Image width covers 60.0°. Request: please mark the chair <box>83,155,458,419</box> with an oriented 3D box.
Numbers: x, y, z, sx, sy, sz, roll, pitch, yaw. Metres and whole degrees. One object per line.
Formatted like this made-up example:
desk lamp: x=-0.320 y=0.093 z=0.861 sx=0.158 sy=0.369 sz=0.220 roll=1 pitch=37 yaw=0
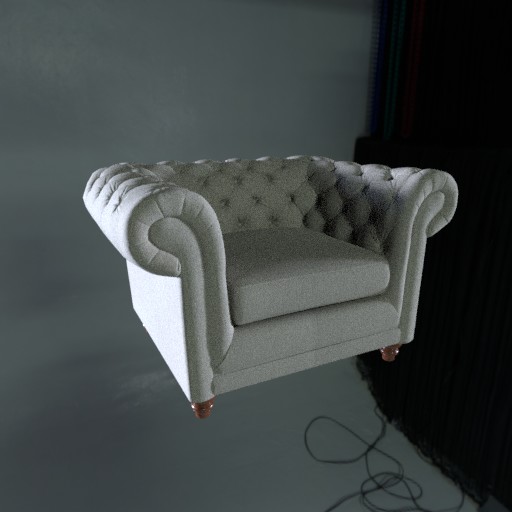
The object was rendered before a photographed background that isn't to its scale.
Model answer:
chair: x=0.000 y=0.000 z=1.890 sx=1.270 sy=0.770 sz=0.976 roll=-8 pitch=19 yaw=-26
